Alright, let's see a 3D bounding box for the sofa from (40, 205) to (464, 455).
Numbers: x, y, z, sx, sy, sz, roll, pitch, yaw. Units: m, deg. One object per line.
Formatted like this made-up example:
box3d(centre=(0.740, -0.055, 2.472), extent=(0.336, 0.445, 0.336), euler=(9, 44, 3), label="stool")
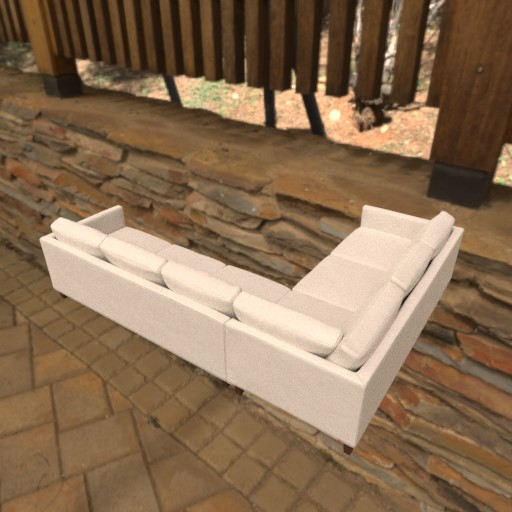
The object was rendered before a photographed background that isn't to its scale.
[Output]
box3d(centre=(0.000, 0.000, 4.271), extent=(3.182, 0.863, 2.432), euler=(19, 36, 29), label="sofa")
